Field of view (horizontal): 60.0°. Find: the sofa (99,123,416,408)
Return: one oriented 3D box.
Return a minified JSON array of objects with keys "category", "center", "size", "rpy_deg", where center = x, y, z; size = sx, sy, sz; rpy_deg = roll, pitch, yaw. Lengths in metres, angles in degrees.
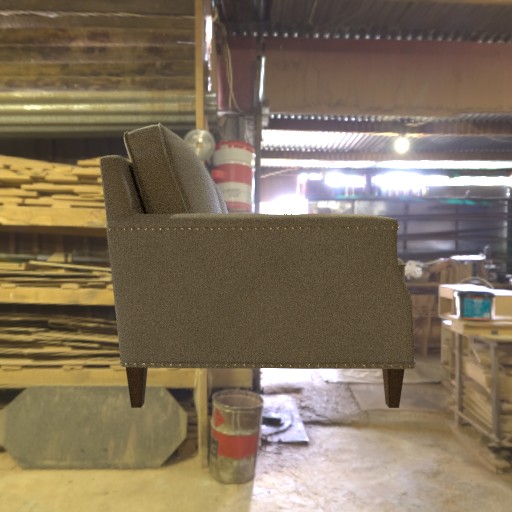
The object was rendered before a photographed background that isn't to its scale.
[{"category":"sofa","center":[0.000,0.000,2.243],"size":[1.084,1.003,1.597],"rpy_deg":[0,2,0]}]
